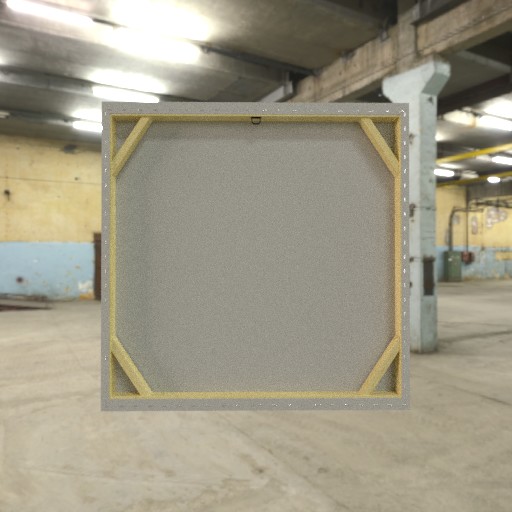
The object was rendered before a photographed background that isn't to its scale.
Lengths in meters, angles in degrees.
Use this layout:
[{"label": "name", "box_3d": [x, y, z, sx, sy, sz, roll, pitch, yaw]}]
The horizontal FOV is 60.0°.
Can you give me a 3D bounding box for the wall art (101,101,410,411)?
[{"label": "wall art", "box_3d": [0.000, 0.000, 0.895, 0.610, 0.610, 0.038, 0, -1, -1]}]
